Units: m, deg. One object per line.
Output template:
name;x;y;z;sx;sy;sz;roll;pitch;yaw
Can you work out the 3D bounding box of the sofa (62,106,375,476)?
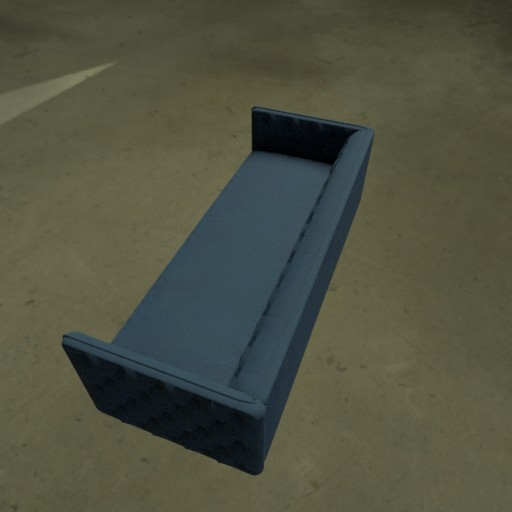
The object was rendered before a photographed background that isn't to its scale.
sofa;0.000;0.000;2.640;0.895;0.771;2.209;16;47;15
